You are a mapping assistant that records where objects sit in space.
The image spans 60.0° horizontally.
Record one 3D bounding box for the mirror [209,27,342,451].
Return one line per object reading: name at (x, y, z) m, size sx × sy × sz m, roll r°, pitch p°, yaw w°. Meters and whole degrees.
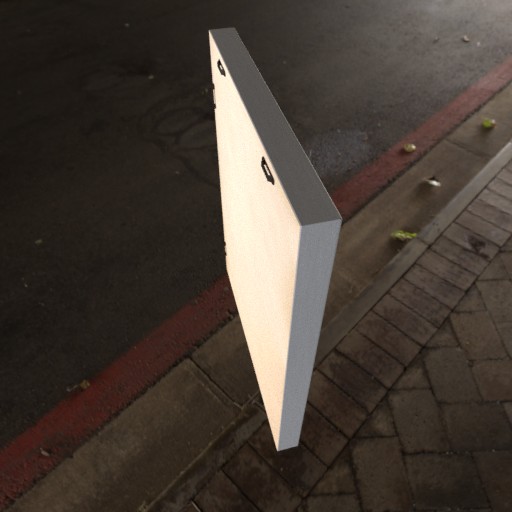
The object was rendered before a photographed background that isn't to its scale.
mirror at (0.000, 0.000, 0.671) m, size 0.041 × 0.508 × 0.405 m, roll -11°, pitch 49°, yaw -10°
